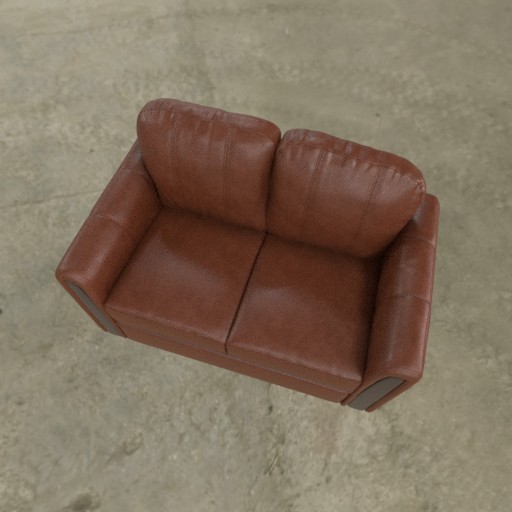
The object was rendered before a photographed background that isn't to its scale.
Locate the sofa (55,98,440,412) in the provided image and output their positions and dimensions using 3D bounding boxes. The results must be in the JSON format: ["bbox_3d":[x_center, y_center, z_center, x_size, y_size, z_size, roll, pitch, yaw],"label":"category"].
[{"bbox_3d":[0.000,0.000,1.892,1.406,0.906,0.805,15,58,9],"label":"sofa"}]
